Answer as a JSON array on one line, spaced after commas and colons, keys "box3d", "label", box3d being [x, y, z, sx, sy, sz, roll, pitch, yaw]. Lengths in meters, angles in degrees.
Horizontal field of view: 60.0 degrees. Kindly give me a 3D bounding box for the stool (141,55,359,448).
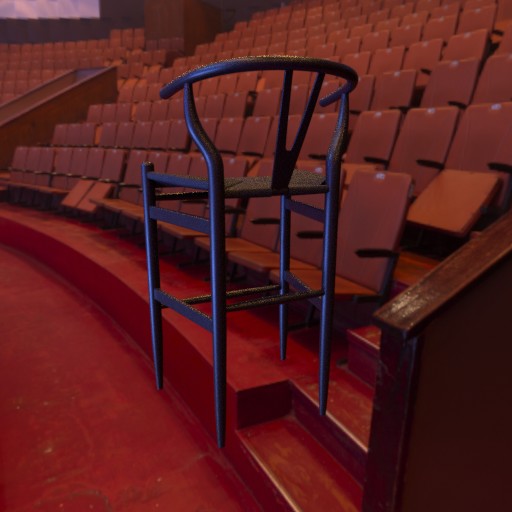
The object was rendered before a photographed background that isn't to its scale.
[{"box3d": [0.000, 0.000, 1.397, 0.569, 1.072, 0.579, -7, 15, -26], "label": "stool"}]
